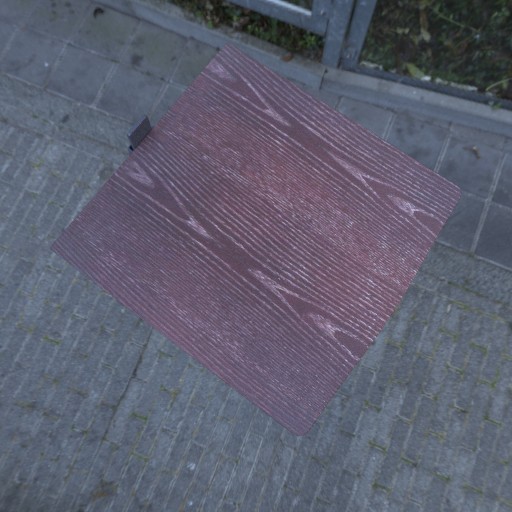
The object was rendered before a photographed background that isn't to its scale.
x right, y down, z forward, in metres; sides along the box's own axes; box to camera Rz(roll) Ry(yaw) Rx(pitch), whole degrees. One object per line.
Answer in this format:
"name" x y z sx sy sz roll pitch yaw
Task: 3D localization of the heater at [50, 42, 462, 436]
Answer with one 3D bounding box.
"heater" 0.000 0.000 0.747 0.400 0.481 0.362 35 79 8
